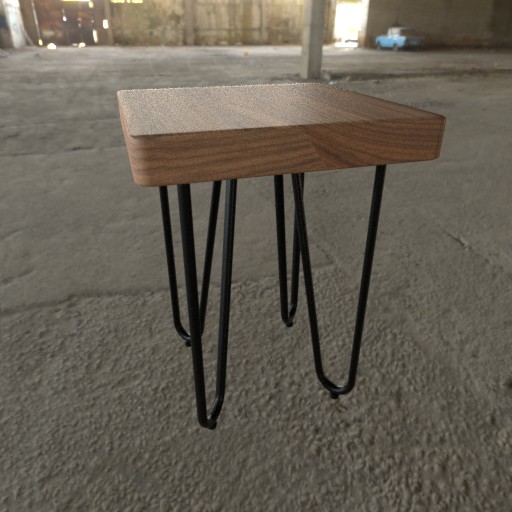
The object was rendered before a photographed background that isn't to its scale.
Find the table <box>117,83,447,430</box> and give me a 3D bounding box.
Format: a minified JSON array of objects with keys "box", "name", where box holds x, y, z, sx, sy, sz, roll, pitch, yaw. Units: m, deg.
[{"box":[0.000,0.000,0.963,0.479,0.641,0.480,-8,29,-15],"name":"table"}]
